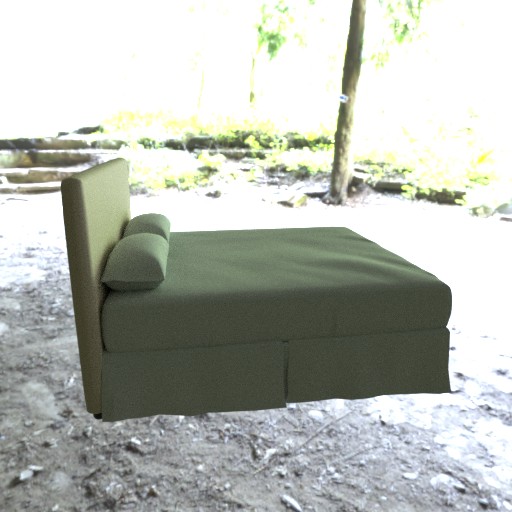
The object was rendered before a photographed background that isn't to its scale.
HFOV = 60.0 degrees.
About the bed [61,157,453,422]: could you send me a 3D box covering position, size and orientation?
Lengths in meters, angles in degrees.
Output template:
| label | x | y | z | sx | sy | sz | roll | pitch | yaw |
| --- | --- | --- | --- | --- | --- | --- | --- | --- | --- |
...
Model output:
| label | x | y | z | sx | sy | sz | roll | pitch | yaw |
| --- | --- | --- | --- | --- | --- | --- | --- | --- | --- |
| bed | 0.000 | 0.000 | 3.202 | 2.142 | 1.330 | 1.884 | -3 | 16 | -9 |
